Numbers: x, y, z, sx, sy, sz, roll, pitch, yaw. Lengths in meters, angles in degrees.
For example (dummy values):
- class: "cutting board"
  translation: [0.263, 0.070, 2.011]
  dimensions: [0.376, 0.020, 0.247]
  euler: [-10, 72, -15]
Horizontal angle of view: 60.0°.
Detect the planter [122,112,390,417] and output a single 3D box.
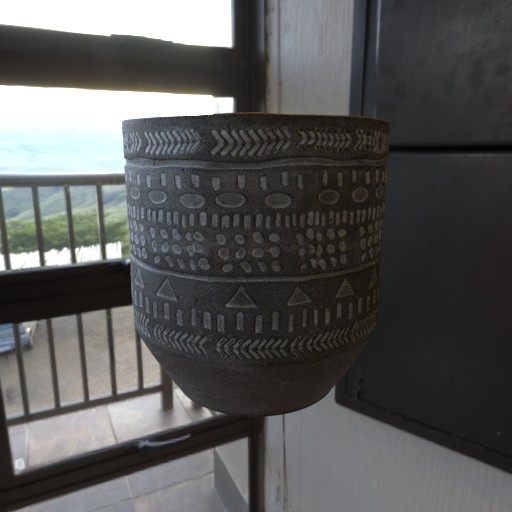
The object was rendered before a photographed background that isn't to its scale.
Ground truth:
- class: "planter"
  translation: [0.000, 0.000, 0.259]
  dimensions: [0.142, 0.149, 0.142]
  euler: [0, 13, 0]
